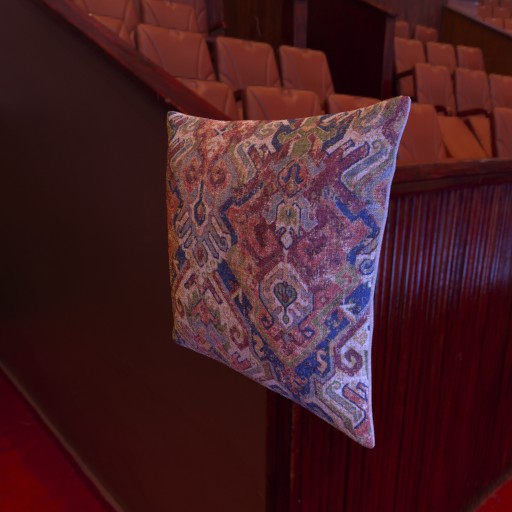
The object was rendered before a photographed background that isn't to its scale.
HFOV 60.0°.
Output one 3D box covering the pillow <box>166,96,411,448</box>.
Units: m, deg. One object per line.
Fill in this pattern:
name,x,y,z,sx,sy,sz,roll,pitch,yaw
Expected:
pillow,0.000,0.000,0.783,0.523,0.506,0.166,15,21,43
